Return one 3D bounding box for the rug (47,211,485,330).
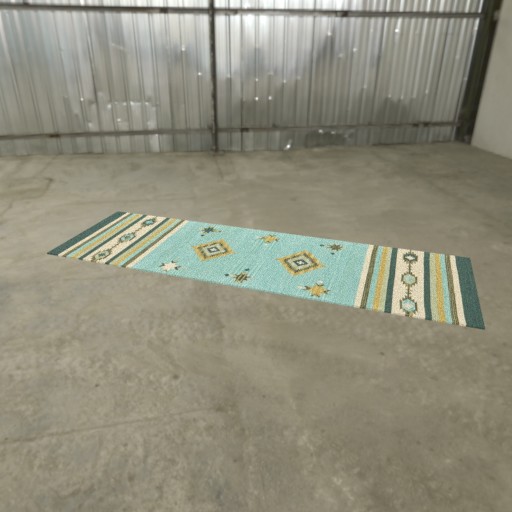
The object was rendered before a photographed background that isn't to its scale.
[{"bbox_3d":[0.000,0.000,2.673,2.441,0.010,0.744,9,28,16],"label":"rug"}]
